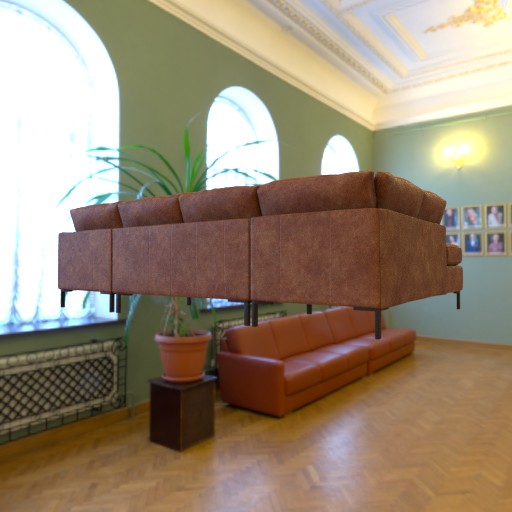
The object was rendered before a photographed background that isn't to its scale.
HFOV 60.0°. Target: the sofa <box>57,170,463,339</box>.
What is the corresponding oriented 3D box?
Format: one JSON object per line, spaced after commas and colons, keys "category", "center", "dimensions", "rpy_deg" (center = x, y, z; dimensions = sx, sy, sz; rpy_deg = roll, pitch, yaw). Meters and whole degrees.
{"category": "sofa", "center": [0.000, 0.000, 3.834], "dimensions": [2.956, 0.900, 1.939], "rpy_deg": [-1, -1, 36]}
